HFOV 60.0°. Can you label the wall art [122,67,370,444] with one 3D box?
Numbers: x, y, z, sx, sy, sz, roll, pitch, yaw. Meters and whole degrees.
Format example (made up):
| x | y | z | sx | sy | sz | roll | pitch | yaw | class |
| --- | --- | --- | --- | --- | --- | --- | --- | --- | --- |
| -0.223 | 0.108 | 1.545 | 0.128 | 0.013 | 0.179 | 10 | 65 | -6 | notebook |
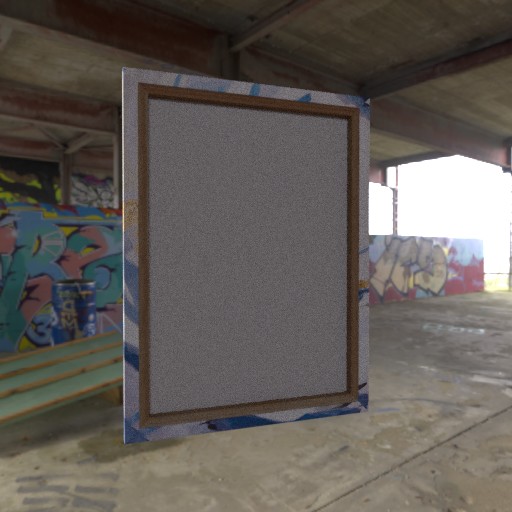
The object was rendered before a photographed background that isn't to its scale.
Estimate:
| x | y | z | sx | sy | sz | roll | pitch | yaw | class |
| --- | --- | --- | --- | --- | --- | --- | --- | --- | --- |
| 0.000 | 0.000 | 1.327 | 0.761 | 1.015 | 0.038 | 0 | 1 | -19 | wall art |
